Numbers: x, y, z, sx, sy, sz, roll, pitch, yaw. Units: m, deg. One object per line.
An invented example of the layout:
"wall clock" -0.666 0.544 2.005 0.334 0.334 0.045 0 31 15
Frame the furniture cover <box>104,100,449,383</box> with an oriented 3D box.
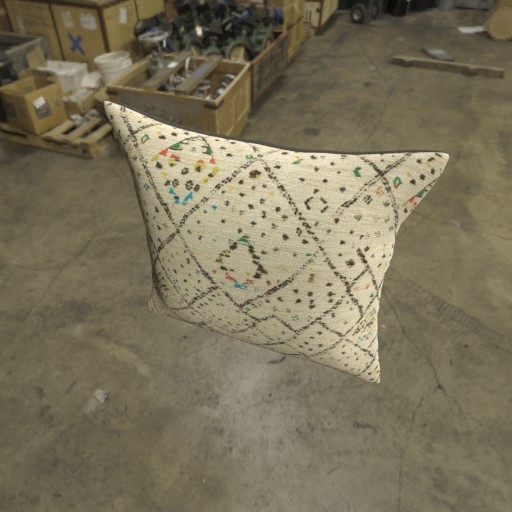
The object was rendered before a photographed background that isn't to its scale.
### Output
"furniture cover" 0.000 0.000 0.786 0.525 0.498 0.180 14 43 16
